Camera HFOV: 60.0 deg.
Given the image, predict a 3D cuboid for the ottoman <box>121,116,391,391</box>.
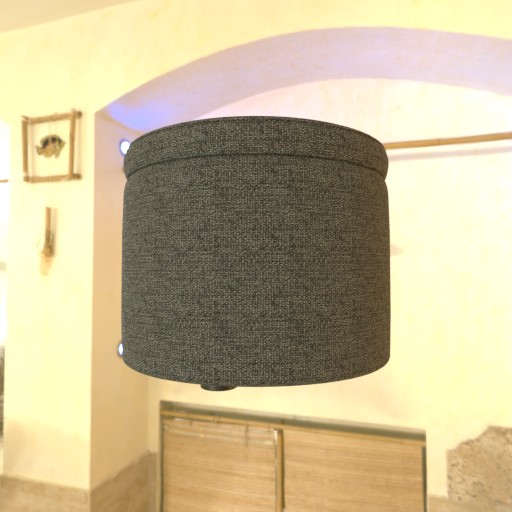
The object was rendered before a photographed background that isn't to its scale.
[{"bbox_3d":[0.000,0.000,0.897,0.520,0.430,0.520,0,-2,0],"label":"ottoman"}]
